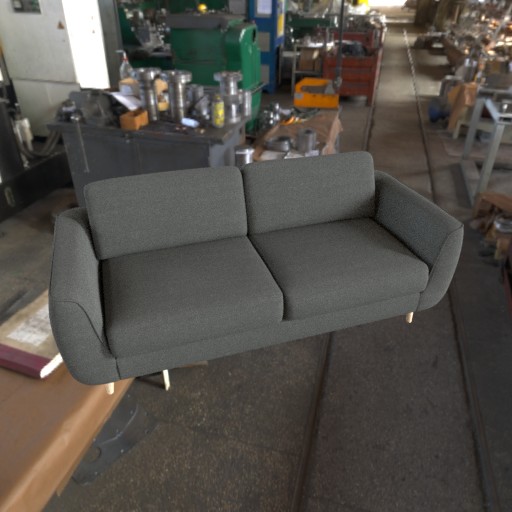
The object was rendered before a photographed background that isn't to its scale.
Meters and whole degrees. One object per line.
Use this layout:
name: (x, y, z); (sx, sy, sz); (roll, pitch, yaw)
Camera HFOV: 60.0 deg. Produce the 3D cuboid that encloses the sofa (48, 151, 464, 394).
sofa: (0.000, 0.000, 2.397); (2.000, 0.850, 0.920); (-10, 33, -15)
